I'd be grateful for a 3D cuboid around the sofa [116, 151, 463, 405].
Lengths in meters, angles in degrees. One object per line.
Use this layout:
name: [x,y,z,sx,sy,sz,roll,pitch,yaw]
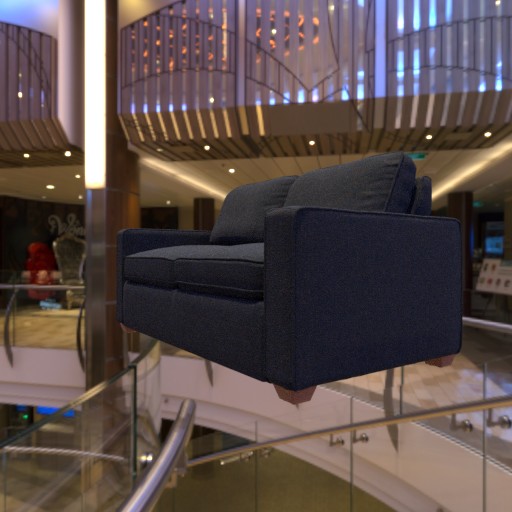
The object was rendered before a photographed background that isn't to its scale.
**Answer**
sofa: [0.000,0.000,2.269,0.947,0.918,1.709,0,0,-35]
